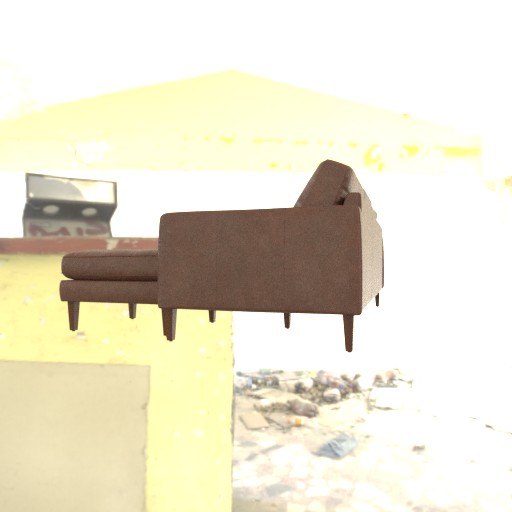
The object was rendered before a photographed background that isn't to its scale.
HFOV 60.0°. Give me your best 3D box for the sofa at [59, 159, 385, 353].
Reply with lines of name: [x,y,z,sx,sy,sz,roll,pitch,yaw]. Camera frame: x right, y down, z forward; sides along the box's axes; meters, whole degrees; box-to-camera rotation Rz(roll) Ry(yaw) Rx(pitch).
sofa: [0.000,0.000,3.048,1.613,0.841,2.185,0,-1,18]
